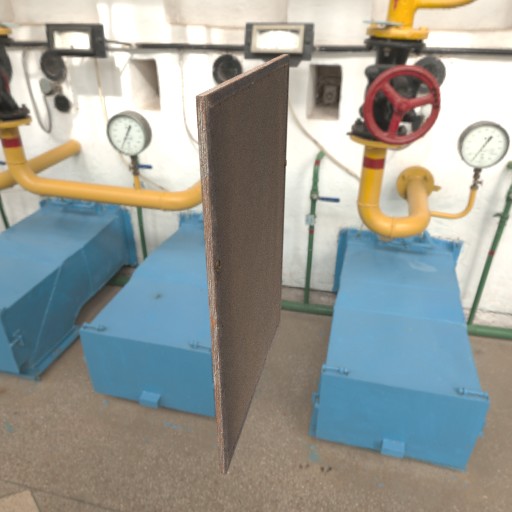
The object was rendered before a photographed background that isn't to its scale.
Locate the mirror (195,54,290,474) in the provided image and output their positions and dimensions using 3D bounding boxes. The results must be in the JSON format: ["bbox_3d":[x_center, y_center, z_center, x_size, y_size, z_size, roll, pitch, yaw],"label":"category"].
[{"bbox_3d":[0.000,0.000,1.271,0.025,0.996,0.705,8,31,13],"label":"mirror"}]
